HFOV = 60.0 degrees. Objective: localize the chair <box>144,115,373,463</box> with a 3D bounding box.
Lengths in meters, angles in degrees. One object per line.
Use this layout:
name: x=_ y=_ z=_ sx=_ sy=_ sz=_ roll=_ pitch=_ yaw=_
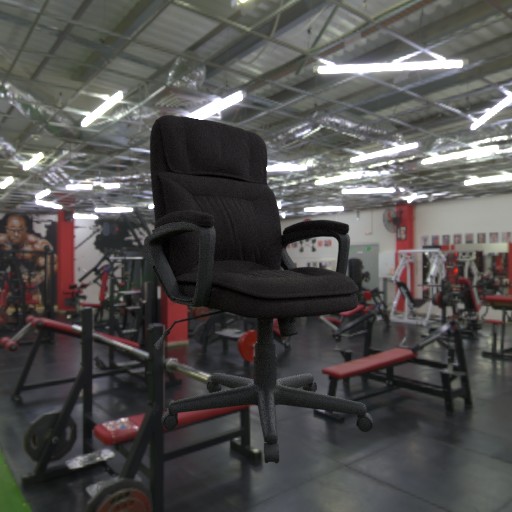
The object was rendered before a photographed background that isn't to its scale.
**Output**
chair: x=0.000 y=0.000 z=1.562 sx=0.667 sy=1.105 sz=0.724 roll=0 pitch=0 yaw=-36
